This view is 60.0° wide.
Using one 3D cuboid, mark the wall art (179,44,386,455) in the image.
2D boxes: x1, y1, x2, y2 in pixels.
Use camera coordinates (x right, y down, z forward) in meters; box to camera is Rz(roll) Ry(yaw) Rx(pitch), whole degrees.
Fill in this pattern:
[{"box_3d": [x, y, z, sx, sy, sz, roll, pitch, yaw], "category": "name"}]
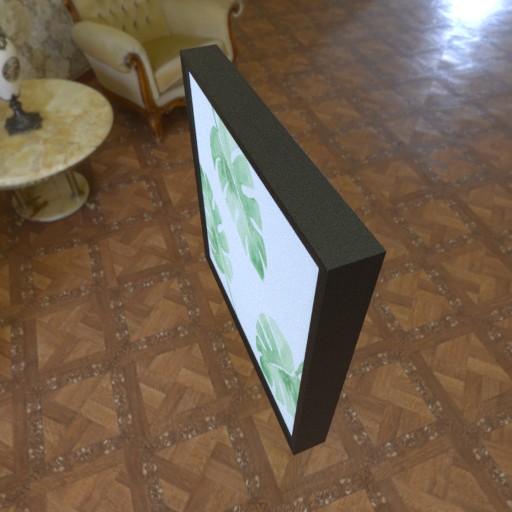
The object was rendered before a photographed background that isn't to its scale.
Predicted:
[{"box_3d": [0.000, 0.000, 0.456, 0.038, 0.304, 0.304, -17, 50, -15], "category": "wall art"}]
